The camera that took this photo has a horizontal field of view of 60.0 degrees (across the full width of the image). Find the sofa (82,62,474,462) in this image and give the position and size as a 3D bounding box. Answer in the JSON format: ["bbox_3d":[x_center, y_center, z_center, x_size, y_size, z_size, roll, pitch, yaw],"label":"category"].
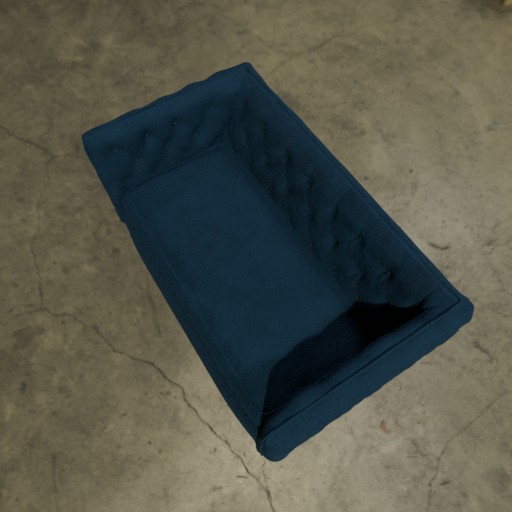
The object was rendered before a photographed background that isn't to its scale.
[{"bbox_3d":[0.000,0.000,2.092,0.909,0.810,1.583,-30,67,-14],"label":"sofa"}]
